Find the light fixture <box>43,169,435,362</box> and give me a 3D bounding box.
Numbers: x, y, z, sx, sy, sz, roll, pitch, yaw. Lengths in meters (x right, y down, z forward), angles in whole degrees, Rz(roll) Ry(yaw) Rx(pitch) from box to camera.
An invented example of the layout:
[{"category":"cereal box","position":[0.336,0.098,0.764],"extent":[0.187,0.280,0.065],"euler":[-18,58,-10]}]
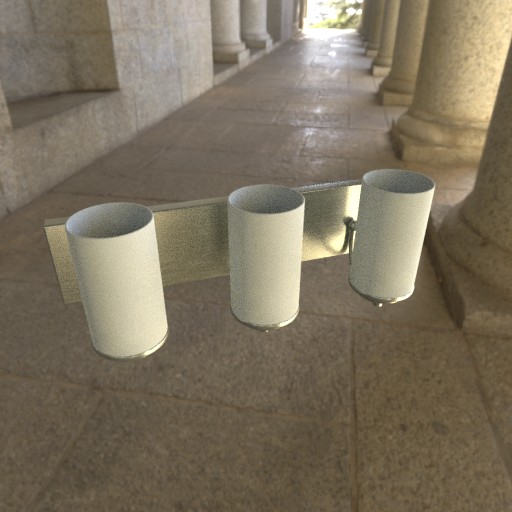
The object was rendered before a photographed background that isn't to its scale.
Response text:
[{"category":"light fixture","position":[0.000,0.000,0.524],"extent":[0.451,0.172,0.145],"euler":[-10,31,-16]}]
